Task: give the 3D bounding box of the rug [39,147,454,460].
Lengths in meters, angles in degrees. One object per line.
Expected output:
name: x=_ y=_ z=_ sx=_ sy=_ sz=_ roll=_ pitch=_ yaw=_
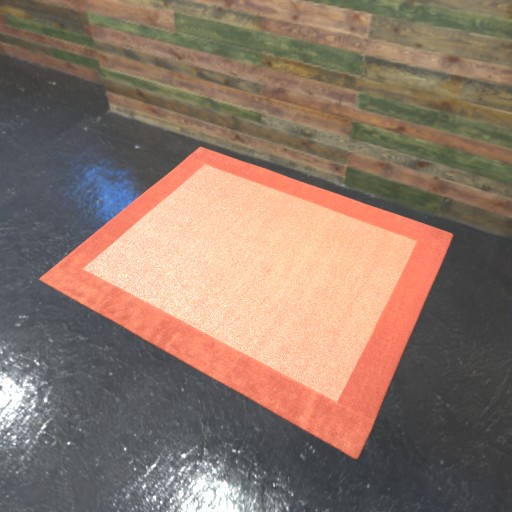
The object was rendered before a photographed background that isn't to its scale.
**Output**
rug: x=0.000 y=0.000 z=4.052 sx=2.976 sy=0.018 sz=2.430 roll=23 pitch=51 yaw=21
